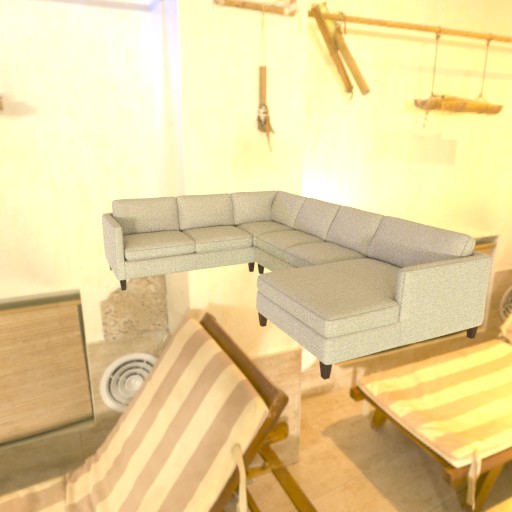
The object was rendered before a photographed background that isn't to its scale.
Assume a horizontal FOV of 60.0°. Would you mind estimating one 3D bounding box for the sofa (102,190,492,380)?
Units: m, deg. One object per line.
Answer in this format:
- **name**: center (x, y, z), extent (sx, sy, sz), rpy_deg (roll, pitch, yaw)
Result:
- **sofa**: center (0.000, 0.000, 4.464), extent (2.551, 0.889, 3.403), rpy_deg (-7, 17, -25)
